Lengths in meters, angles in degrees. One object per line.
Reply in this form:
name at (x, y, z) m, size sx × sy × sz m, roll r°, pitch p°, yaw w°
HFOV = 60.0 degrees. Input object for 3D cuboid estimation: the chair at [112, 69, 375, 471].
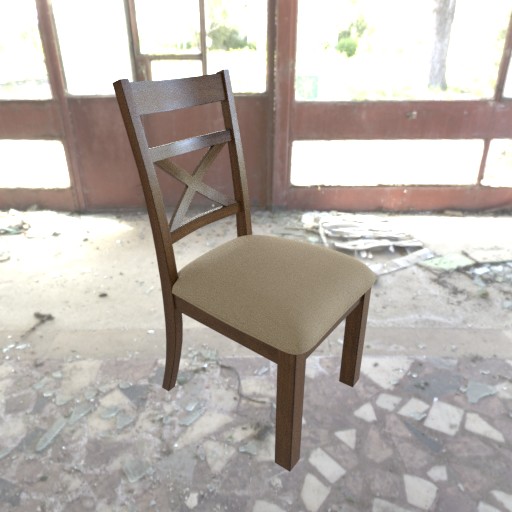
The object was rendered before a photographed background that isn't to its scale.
chair at (0.000, 0.000, 1.270) m, size 0.581 × 0.949 × 0.461 m, roll 18°, pitch 32°, yaw 32°
